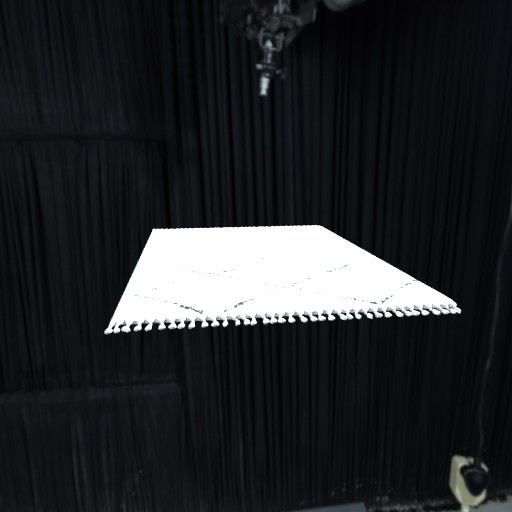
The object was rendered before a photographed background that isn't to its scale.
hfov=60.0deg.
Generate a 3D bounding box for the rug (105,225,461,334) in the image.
[{"bbox_3d":[0.000,0.000,2.888,1.494,0.031,2.307,-2,13,-8],"label":"rug"}]
